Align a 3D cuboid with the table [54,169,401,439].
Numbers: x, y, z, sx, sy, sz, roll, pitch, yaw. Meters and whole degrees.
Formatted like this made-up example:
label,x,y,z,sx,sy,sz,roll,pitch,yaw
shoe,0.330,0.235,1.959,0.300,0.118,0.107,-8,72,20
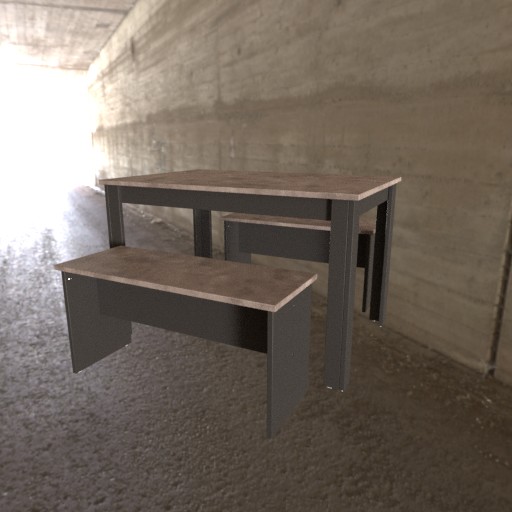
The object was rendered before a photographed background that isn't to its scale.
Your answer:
label,x,y,z,sx,sy,sz,roll,pitch,yaw
table,0.000,0.000,2.017,1.100,0.700,1.443,8,17,26
